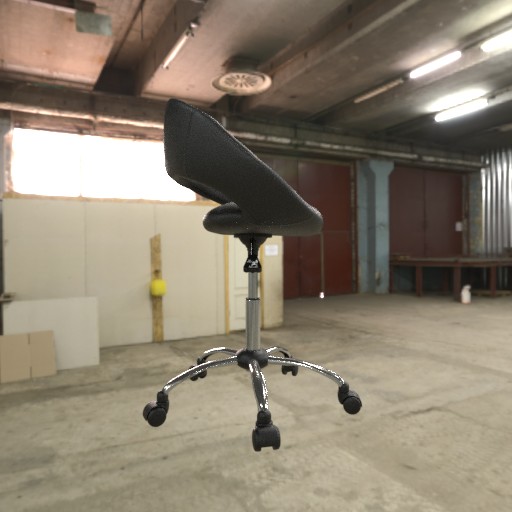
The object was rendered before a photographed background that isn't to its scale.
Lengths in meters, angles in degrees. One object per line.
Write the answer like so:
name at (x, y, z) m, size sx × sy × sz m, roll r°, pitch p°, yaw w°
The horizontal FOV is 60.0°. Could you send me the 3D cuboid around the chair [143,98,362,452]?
chair at (0.000, 0.000, 1.185) m, size 0.538 × 0.791 × 0.612 m, roll 0°, pitch 1°, yaw 0°
